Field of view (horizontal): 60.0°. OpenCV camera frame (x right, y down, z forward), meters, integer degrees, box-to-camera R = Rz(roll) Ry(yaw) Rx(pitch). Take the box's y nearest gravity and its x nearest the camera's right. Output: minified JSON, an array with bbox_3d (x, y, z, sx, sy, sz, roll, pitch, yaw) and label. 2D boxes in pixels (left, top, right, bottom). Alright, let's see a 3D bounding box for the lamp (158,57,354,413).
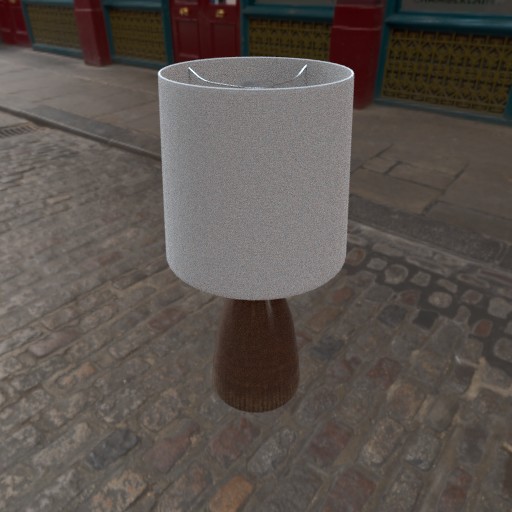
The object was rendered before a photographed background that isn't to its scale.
[{"bbox_3d":[0.000,0.000,0.472,0.186,0.369,0.186,0,31,0],"label":"lamp"}]
